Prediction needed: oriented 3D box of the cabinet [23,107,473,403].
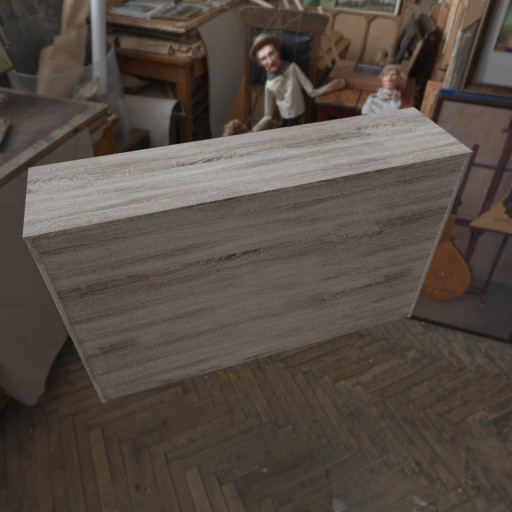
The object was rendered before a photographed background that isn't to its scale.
[{"bbox_3d":[0.000,0.000,1.800,1.450,0.900,0.380,-13,45,-13],"label":"cabinet"}]
